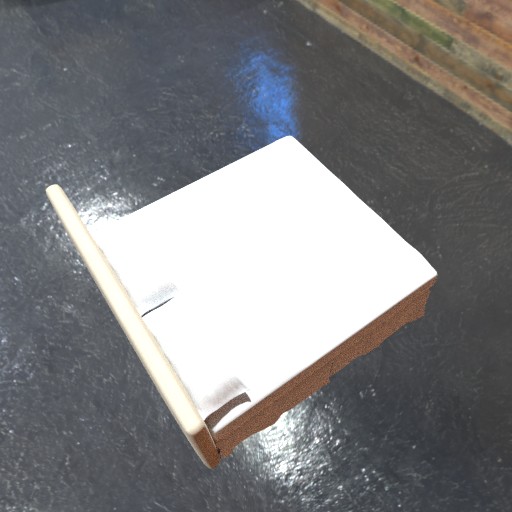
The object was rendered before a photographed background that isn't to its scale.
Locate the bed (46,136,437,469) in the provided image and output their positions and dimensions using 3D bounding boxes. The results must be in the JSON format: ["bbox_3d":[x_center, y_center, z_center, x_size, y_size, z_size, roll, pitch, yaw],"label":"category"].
[{"bbox_3d":[0.000,0.000,3.587,2.319,1.317,2.119,-30,62,-18],"label":"bed"}]
